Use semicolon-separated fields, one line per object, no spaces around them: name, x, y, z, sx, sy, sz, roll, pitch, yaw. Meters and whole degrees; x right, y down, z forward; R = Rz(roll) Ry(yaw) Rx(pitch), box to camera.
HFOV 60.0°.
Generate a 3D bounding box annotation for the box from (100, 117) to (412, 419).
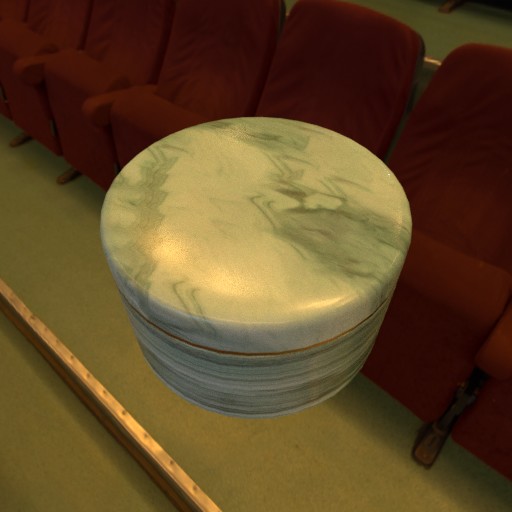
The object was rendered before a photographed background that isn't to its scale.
box;0.000;0.000;0.167;0.101;0.063;0.101;0;48;0
